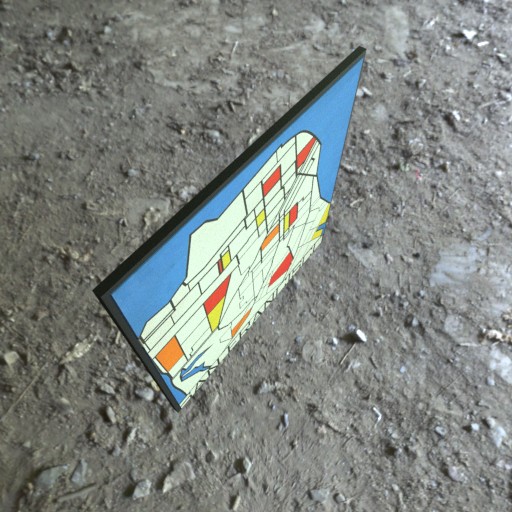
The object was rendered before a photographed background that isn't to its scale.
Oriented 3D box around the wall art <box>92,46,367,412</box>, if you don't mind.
[{"bbox_3d":[0.000,0.000,0.682,0.013,0.457,0.458,34,64,19],"label":"wall art"}]
